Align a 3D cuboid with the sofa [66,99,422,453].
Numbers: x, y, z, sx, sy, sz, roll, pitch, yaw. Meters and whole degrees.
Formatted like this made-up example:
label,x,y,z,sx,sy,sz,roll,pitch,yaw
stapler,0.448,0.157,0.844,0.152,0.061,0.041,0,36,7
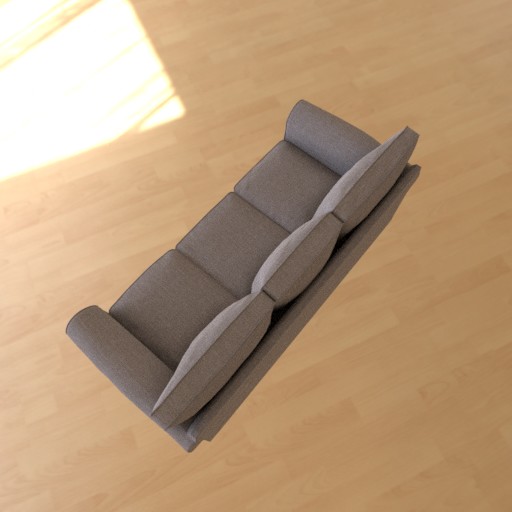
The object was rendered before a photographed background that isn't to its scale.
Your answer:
label,x,y,z,sx,sy,sz,roll,pitch,yaw
sofa,0.000,0.000,2.650,0.916,0.961,2.084,37,71,16
